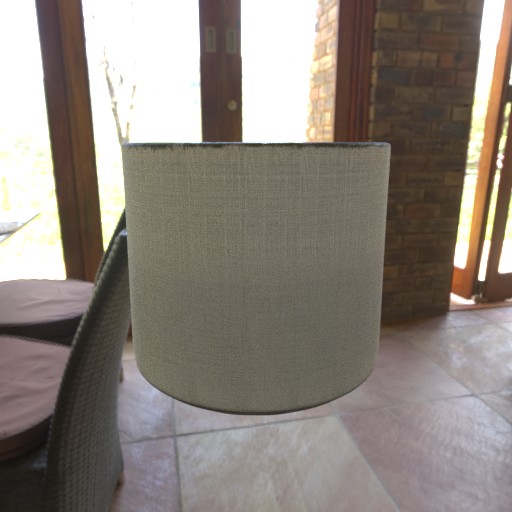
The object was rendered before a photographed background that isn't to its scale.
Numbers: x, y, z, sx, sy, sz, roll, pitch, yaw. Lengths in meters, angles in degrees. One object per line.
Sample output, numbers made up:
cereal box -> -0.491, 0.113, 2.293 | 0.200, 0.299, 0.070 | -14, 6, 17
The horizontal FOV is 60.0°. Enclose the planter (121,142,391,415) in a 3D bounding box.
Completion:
planter -> 0.000, 0.000, 0.404 | 0.226, 0.201, 0.226 | 0, 14, 0
